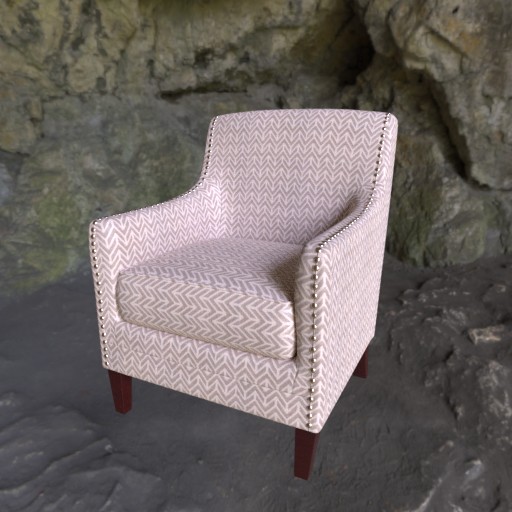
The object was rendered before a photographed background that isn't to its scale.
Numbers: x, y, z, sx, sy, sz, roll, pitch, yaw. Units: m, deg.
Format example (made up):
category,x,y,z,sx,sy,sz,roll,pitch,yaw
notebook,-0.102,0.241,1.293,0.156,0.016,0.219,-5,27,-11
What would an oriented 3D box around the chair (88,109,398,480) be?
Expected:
category,x,y,z,sx,sy,sz,roll,pitch,yaw
chair,0.000,0.000,1.264,0.623,0.816,0.651,8,18,26
